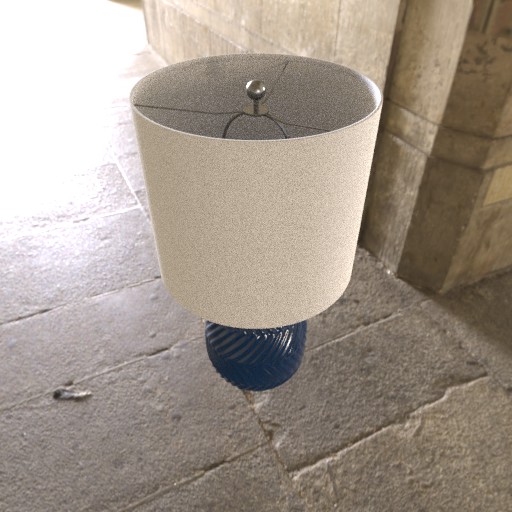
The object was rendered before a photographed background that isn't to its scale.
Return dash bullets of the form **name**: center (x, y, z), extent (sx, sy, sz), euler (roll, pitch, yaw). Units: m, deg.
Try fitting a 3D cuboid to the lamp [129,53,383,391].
- **lamp**: center (0.000, 0.000, 0.475), extent (0.203, 0.368, 0.203), euler (12, 41, 14)
